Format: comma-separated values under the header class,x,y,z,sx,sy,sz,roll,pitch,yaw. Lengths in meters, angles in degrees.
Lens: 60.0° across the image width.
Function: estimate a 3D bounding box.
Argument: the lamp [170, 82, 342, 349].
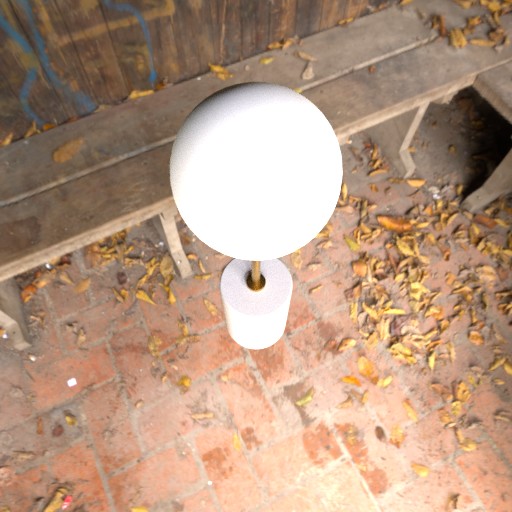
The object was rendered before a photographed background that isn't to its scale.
class,x,y,z,sx,sy,sz,roll,pitch,yaw
lamp,0.000,0.000,0.545,0.153,0.480,0.153,0,63,0
